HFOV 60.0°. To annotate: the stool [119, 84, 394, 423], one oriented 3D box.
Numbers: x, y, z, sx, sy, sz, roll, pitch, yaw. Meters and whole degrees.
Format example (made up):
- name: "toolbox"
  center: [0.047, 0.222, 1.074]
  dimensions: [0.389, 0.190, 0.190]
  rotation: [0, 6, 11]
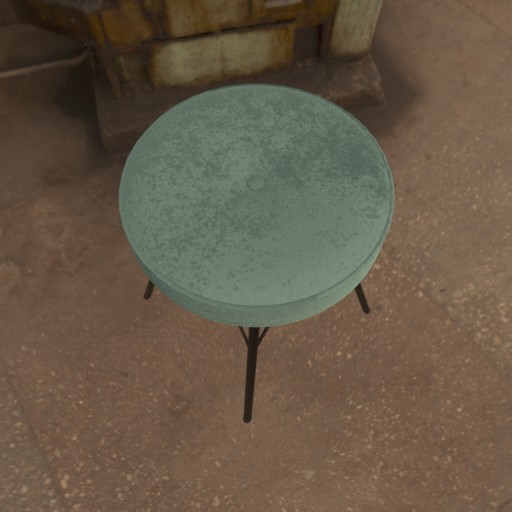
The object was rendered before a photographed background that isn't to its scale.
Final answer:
- name: "stool"
  center: [0.000, 0.000, 0.872]
  dimensions: [0.458, 0.519, 0.457]
  rotation: [-30, 67, -14]
